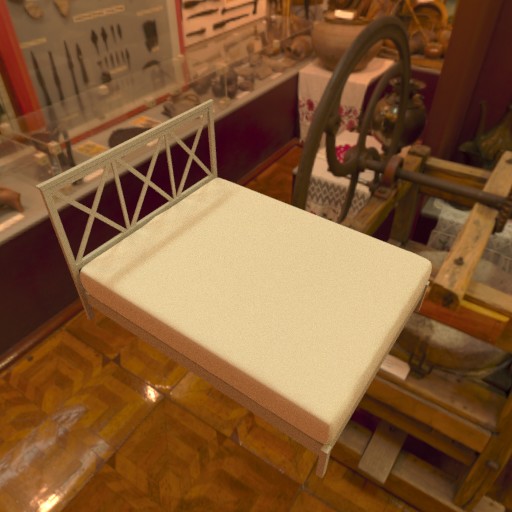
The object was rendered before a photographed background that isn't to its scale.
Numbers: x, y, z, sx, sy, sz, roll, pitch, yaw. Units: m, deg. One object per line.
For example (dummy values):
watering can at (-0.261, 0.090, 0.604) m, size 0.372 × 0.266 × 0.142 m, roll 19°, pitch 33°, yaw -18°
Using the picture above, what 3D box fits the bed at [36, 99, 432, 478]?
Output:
bed at (0.000, 0.000, 3.181) m, size 2.135 × 1.253 × 1.673 m, roll 25°, pitch 47°, yaw 26°
